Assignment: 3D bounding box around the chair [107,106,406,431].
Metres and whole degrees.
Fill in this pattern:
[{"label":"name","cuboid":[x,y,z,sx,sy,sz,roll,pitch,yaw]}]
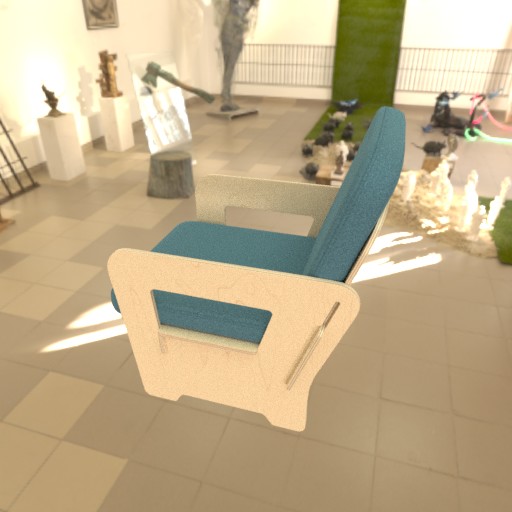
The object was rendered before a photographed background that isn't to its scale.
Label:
[{"label":"chair","cuboid":[0.000,0.000,1.187,0.657,0.747,0.547,8,31,14]}]
